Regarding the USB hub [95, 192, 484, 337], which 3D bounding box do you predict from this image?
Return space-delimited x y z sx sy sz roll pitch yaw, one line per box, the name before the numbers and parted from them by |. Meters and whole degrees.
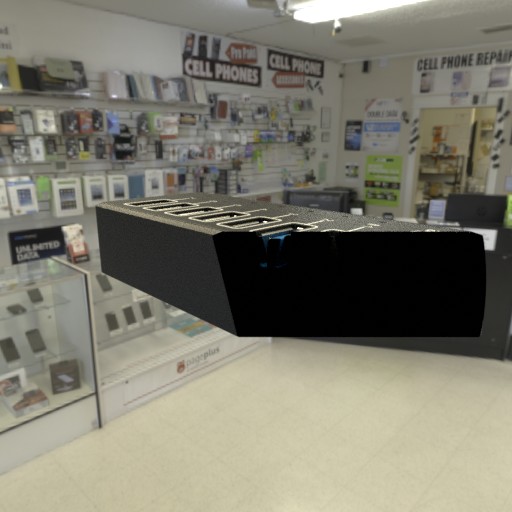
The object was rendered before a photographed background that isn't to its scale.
USB hub | 0.000 0.000 0.124 0.044 0.023 0.110 -14 21 -42
